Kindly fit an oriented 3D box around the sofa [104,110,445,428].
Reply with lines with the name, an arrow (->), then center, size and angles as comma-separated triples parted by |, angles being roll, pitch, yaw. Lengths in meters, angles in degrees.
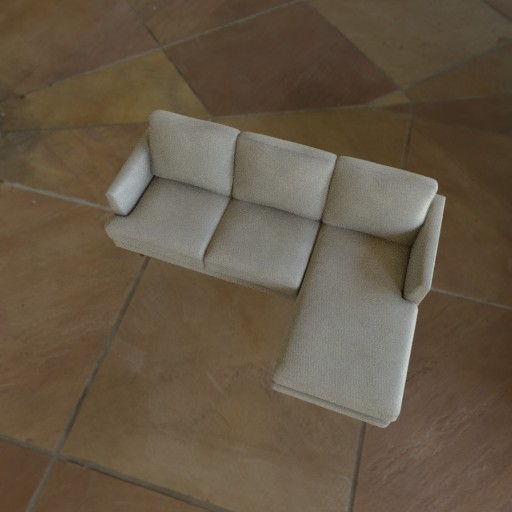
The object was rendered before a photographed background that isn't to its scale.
sofa -> 0.000, 0.000, 3.032 | 2.233, 0.956, 1.504 | 17, 61, 10
